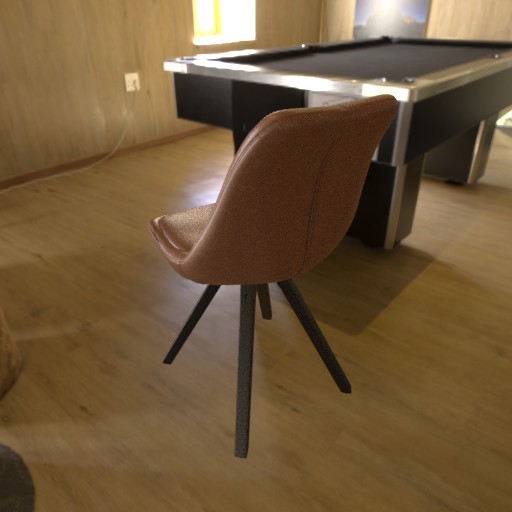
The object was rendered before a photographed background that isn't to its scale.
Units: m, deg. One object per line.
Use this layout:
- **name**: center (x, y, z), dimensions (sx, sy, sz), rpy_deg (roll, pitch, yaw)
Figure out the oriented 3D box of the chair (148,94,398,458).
- **chair**: center (0.000, 0.000, 1.148), dimensions (0.475, 0.850, 0.550), rpy_deg (-19, 35, -30)
